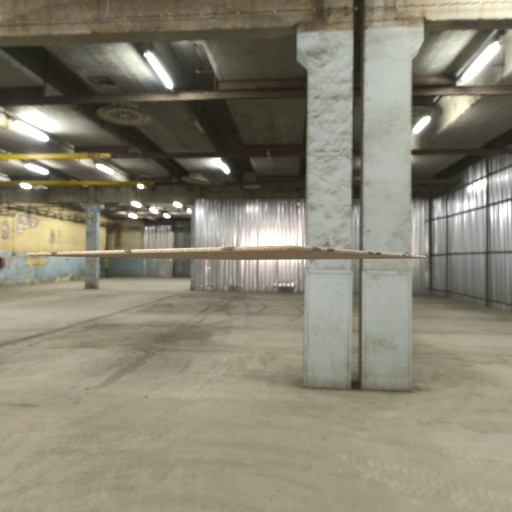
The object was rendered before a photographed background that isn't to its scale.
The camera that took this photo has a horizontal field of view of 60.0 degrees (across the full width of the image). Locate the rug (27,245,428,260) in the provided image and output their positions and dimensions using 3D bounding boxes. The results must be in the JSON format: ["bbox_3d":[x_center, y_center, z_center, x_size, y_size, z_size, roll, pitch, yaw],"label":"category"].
[{"bbox_3d":[0.000,0.000,4.097,2.399,0.026,3.000,-1,-2,33],"label":"rug"}]
